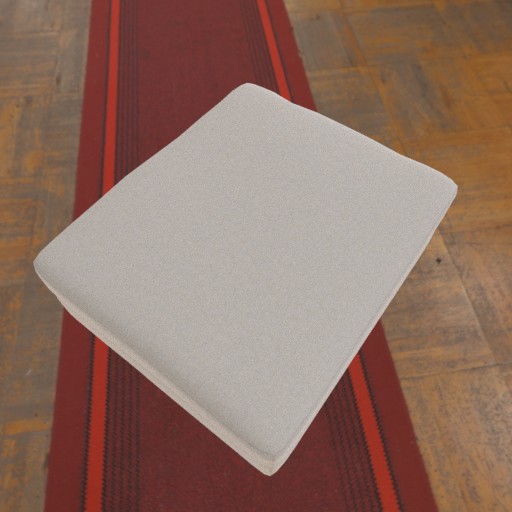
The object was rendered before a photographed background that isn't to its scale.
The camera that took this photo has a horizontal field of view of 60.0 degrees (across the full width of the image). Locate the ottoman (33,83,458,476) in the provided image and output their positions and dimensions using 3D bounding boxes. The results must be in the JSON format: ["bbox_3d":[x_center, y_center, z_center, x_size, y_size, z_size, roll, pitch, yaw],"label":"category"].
[{"bbox_3d":[0.000,0.000,1.413,0.836,0.492,0.976,32,63,19],"label":"ottoman"}]
